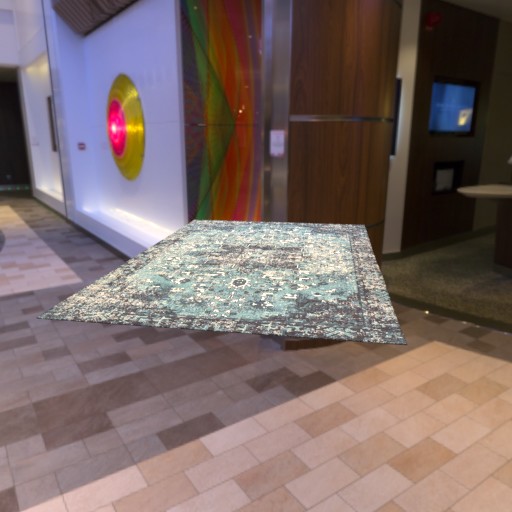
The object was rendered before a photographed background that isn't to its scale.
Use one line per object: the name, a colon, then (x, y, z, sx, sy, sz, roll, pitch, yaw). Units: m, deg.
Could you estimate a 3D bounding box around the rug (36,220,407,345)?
rug: (0.000, 0.000, 2.287, 1.219, 0.005, 1.828, 3, 16, 9)
